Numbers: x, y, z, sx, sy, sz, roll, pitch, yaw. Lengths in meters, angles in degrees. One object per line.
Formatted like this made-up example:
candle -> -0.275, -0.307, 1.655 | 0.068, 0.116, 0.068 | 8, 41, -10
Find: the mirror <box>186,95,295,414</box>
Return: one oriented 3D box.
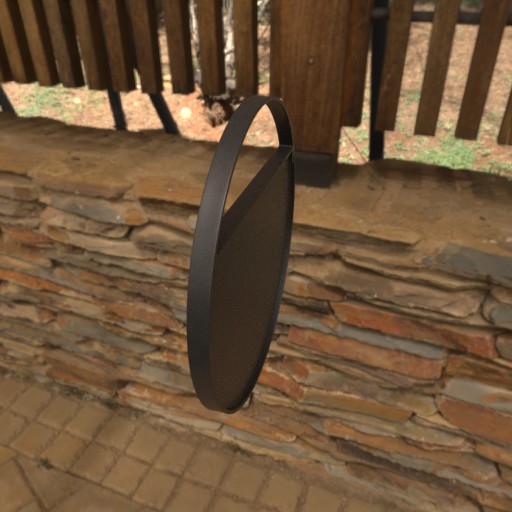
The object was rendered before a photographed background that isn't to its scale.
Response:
mirror -> 0.000, 0.000, 0.830 | 0.032, 0.565, 0.565 | 8, 32, 14
